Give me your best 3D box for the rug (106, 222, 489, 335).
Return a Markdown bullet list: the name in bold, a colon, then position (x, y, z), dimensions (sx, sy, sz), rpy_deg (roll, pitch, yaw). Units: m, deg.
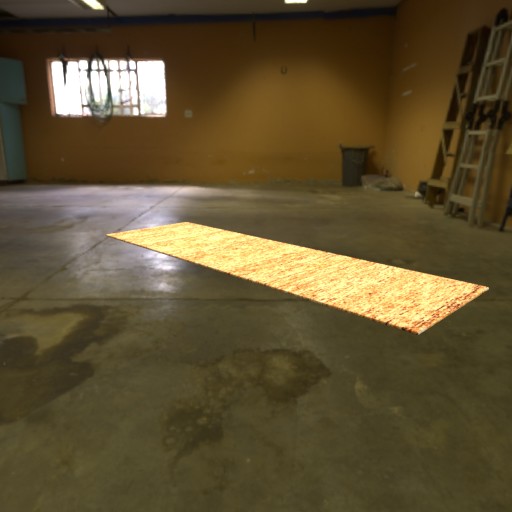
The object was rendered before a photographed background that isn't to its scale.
- **rug**: position (0.000, 0.000, 2.492), dimensions (0.680, 0.014, 2.237), rpy_deg (-14, 20, -43)
